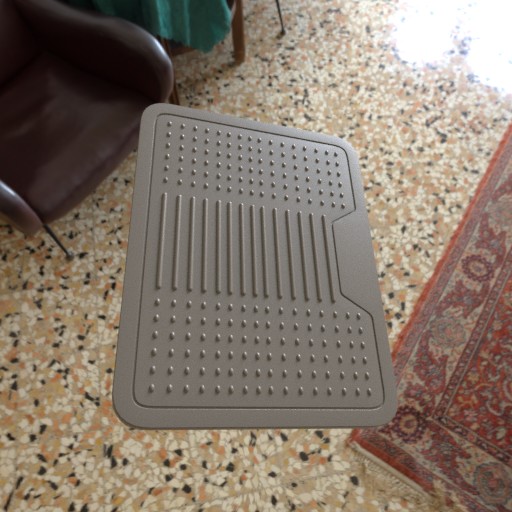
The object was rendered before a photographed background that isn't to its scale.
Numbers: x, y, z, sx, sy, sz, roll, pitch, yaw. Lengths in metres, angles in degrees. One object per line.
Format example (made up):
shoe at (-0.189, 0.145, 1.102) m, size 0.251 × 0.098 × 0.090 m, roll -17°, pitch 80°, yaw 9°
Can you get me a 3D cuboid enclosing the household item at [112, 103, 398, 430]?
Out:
household item at (0.000, 0.000, 0.532) m, size 0.301 × 0.126 × 0.390 m, roll -2°, pitch 64°, yaw -1°
